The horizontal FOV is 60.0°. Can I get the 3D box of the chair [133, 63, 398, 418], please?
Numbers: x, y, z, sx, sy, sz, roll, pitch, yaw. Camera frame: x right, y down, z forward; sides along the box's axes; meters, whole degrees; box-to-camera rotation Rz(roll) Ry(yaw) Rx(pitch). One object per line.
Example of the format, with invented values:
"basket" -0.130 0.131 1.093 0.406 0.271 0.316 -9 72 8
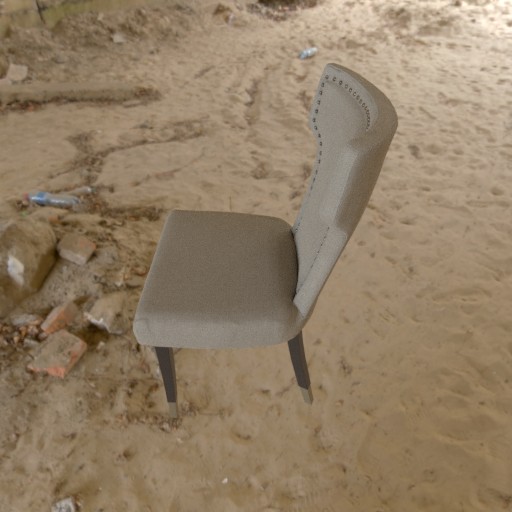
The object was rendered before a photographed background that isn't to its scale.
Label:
"chair" 0.000 0.000 1.308 0.630 0.955 0.526 2 41 2
